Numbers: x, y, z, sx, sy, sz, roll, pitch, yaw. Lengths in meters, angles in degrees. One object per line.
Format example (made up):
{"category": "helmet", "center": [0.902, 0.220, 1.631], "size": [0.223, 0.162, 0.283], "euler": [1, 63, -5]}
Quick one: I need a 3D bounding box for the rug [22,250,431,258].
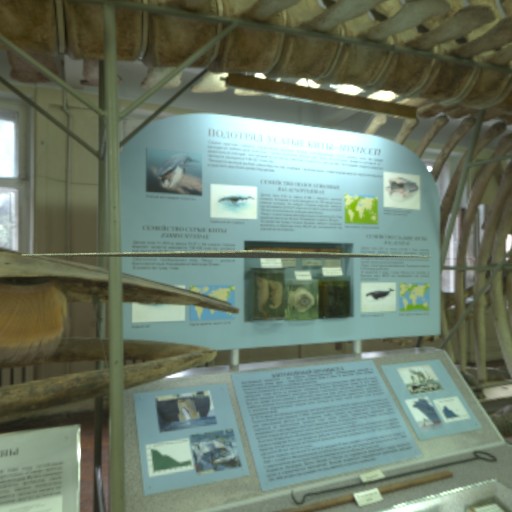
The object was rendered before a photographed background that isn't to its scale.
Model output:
{"category": "rug", "center": [0.000, 0.000, 4.363], "size": [2.438, 0.013, 3.353], "euler": [0, -1, 36]}
